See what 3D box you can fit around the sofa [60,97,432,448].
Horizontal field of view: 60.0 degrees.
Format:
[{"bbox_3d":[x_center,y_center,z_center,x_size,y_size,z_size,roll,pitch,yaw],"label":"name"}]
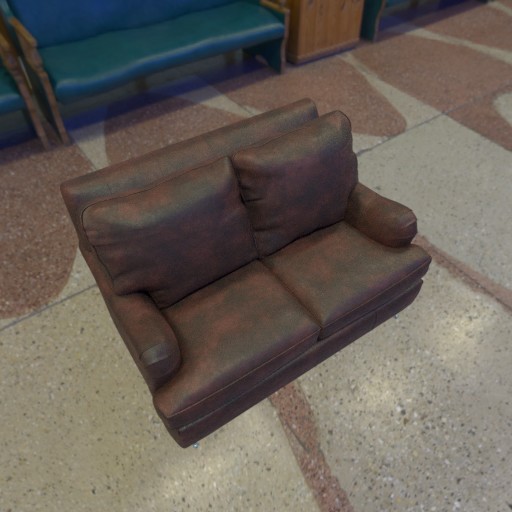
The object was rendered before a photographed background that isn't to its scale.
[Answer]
[{"bbox_3d":[0.000,0.000,2.393,1.628,1.070,1.148,-26,52,-22],"label":"sofa"}]
